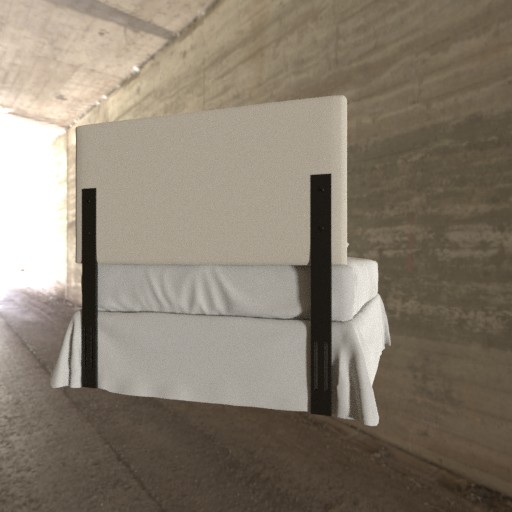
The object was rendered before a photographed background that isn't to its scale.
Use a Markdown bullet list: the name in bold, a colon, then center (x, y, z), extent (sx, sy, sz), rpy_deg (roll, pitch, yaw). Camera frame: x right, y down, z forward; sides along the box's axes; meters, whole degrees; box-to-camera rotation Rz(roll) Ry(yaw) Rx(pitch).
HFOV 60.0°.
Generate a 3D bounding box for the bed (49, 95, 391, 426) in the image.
- **bed**: center (0.000, 0.000, 3.378), extent (1.936, 1.577, 2.222), rpy_deg (0, 0, 19)
